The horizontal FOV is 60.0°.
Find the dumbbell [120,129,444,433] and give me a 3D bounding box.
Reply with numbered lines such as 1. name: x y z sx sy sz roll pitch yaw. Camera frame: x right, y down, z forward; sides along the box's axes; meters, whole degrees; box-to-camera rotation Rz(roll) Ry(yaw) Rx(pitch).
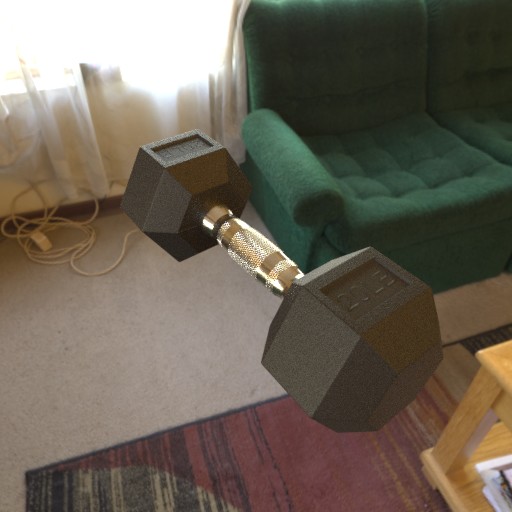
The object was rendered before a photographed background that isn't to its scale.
1. dumbbell: 0.000 0.000 0.351 0.116 0.101 0.297 -26 47 -27
